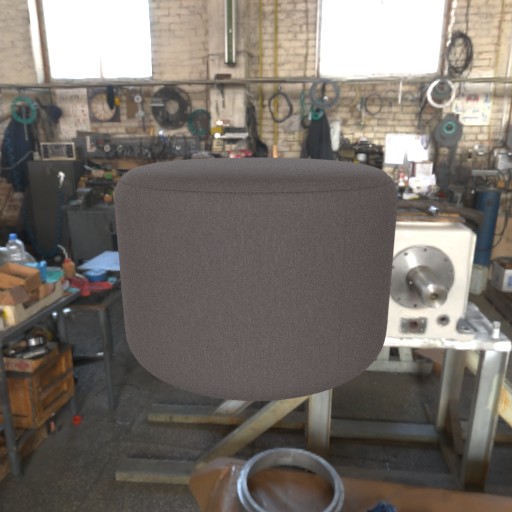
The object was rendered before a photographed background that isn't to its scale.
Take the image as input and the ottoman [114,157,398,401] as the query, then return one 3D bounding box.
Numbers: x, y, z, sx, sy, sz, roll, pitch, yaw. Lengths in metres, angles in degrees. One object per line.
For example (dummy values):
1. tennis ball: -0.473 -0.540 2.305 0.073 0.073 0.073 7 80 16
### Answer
1. ottoman: 0.000 0.000 1.031 0.608 0.433 0.608 0 15 0
